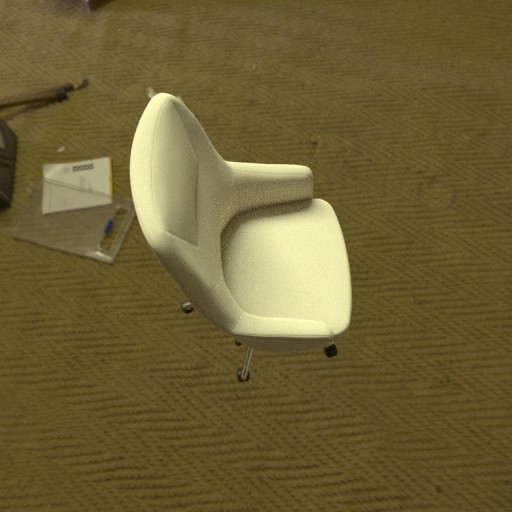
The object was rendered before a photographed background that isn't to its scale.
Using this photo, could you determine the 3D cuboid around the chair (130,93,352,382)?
[{"bbox_3d":[0.000,0.000,1.435,0.640,1.049,0.620,-3,64,-1],"label":"chair"}]
